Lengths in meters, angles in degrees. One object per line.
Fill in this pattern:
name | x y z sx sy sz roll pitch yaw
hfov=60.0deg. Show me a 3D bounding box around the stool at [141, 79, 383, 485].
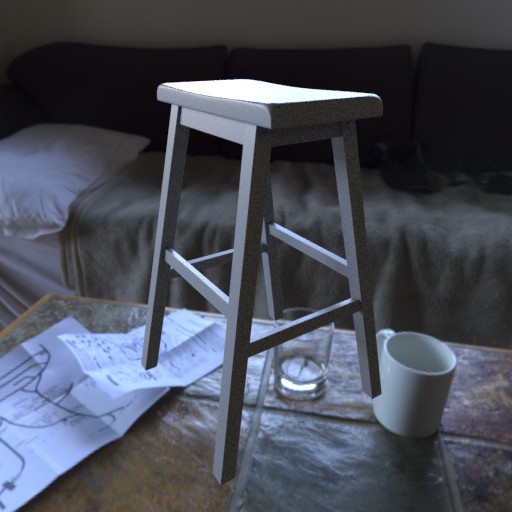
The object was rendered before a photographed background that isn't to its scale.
stool | 0.000 0.000 1.038 0.476 0.737 0.457 -16 30 -30
